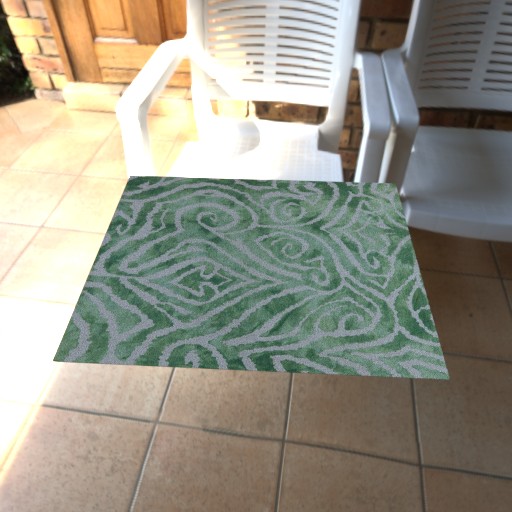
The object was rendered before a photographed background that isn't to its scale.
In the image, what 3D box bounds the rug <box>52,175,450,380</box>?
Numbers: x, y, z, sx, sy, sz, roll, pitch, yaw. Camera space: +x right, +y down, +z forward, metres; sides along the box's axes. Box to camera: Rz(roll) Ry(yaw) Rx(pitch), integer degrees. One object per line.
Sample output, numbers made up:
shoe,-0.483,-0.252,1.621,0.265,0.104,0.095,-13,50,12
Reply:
rug,0.000,0.000,4.233,3.045,0.007,2.436,2,46,2
